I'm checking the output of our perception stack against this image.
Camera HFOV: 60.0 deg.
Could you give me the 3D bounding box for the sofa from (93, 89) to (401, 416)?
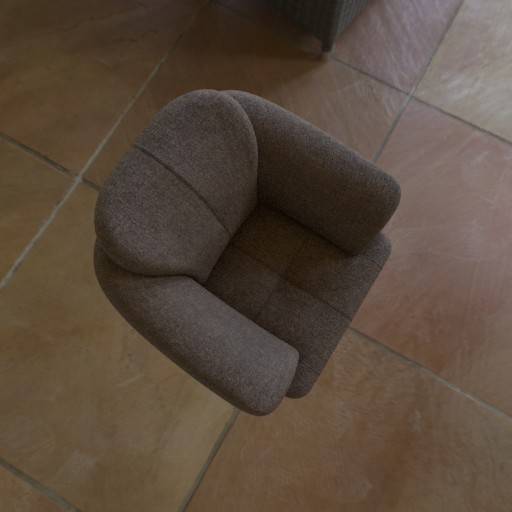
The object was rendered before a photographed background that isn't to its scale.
[{"bbox_3d":[0.000,0.000,1.512,0.794,0.811,0.870,32,78,7],"label":"sofa"}]
